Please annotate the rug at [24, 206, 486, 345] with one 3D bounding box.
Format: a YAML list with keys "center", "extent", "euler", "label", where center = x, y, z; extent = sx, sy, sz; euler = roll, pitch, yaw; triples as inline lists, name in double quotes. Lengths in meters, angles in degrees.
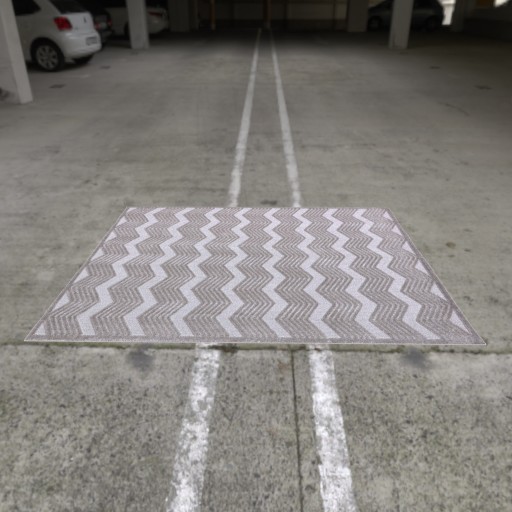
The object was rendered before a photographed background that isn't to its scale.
- center: [0.000, 0.000, 3.819]
  extent: [2.880, 0.005, 2.391]
  euler: [0, 27, 1]
  label: "rug"
